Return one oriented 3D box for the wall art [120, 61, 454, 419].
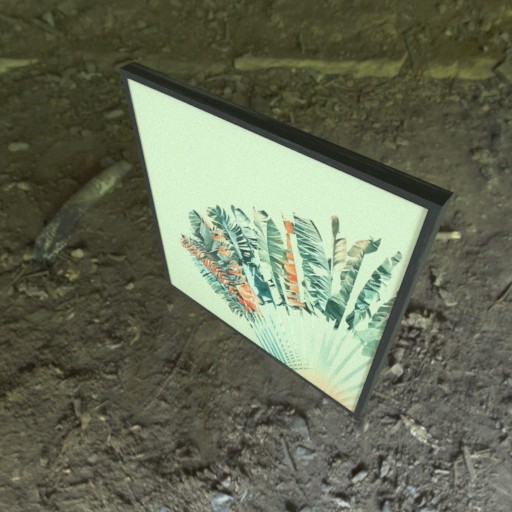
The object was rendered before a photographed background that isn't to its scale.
[{"bbox_3d":[0.000,0.000,1.120,0.762,0.758,0.043,31,54,26],"label":"wall art"}]
